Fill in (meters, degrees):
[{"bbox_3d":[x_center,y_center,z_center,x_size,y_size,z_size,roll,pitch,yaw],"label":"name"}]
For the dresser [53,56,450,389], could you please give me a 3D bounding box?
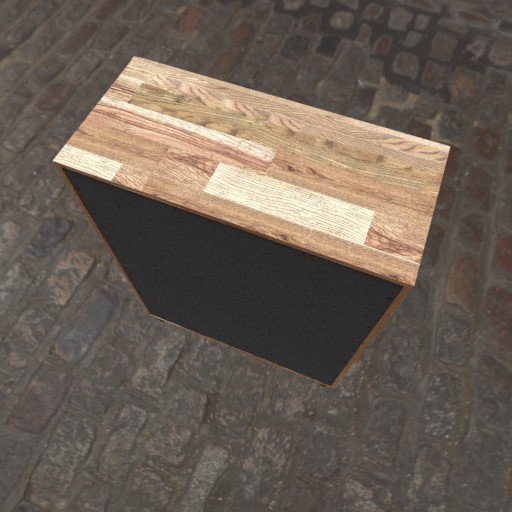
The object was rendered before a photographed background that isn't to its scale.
[{"bbox_3d":[0.000,0.000,1.738,0.966,1.243,0.480,20,64,10],"label":"dresser"}]
